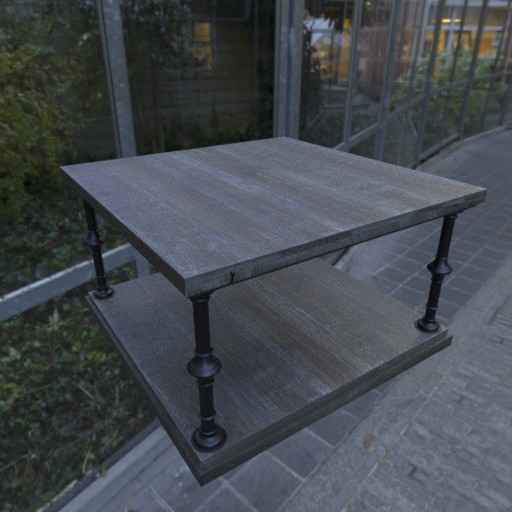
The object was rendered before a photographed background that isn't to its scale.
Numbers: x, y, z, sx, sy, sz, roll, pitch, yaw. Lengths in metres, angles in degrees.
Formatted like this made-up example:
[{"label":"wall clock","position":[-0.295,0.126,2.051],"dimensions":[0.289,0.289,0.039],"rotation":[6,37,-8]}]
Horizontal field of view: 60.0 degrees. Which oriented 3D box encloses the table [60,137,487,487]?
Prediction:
[{"label":"table","position":[0.000,0.000,1.095],"dimensions":[0.696,0.400,0.696],"rotation":[-16,30,-30]}]
